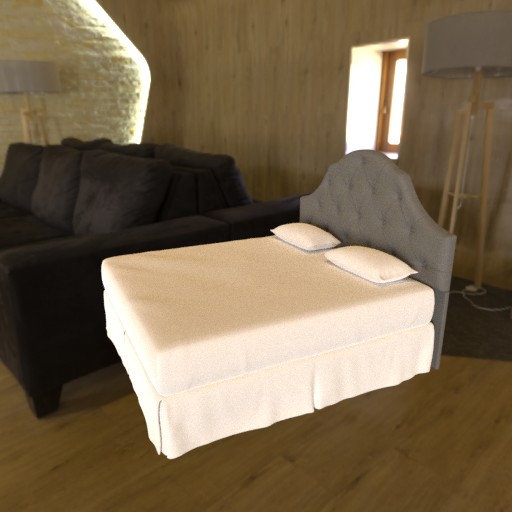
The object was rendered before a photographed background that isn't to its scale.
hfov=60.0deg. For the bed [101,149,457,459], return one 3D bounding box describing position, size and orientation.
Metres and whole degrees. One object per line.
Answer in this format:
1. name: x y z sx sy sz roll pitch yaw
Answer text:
1. bed: 0.000 0.000 3.573 2.214 1.615 2.008 -8 19 -26
